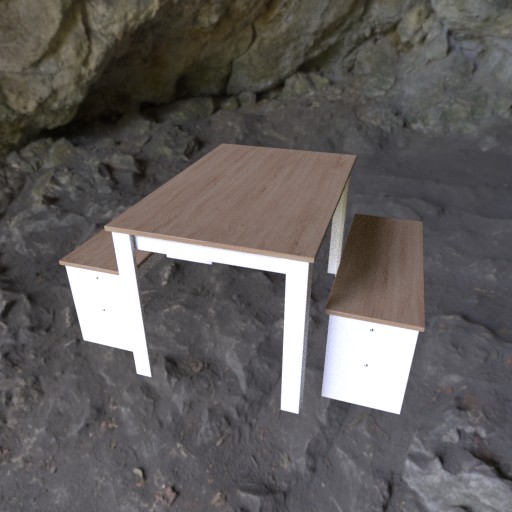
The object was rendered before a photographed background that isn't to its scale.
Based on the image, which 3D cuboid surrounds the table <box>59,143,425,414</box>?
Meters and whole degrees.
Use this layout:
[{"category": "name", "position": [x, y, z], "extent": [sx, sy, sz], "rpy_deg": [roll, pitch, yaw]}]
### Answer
[{"category": "table", "position": [0.000, 0.000, 2.048], "extent": [1.443, 0.700, 1.100], "rpy_deg": [9, 31, 15]}]
